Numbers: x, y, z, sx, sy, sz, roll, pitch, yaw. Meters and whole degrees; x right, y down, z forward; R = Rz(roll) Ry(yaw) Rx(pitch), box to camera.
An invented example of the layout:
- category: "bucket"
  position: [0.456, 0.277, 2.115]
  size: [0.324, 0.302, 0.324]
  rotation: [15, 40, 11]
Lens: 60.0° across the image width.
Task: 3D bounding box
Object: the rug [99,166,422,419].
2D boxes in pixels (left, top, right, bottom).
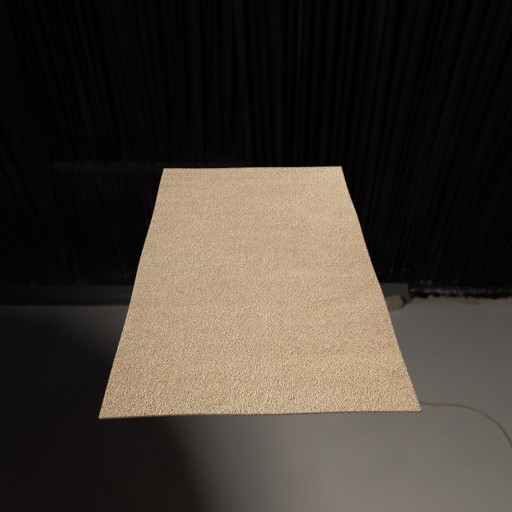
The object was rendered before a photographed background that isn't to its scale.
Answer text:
- category: "rug"
  position: [0.000, 0.000, 3.487]
  size: [1.800, 0.025, 2.699]
  rotation: [-1, 41, -1]
